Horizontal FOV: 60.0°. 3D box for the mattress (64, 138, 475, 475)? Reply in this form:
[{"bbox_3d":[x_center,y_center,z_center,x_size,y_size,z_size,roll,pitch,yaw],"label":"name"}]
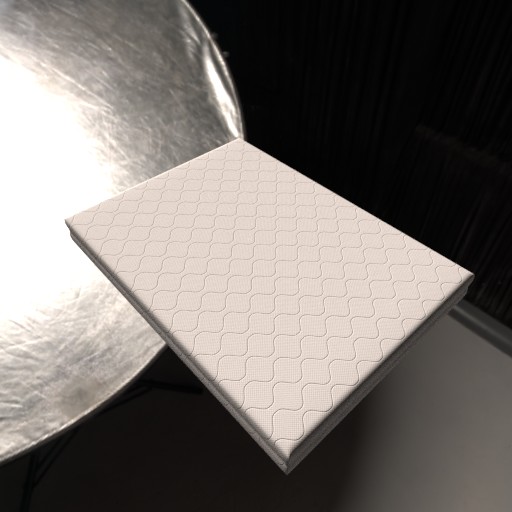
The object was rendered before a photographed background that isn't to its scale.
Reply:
[{"bbox_3d":[0.000,0.000,2.551,1.400,0.200,1.900,-33,53,-29],"label":"mattress"}]
